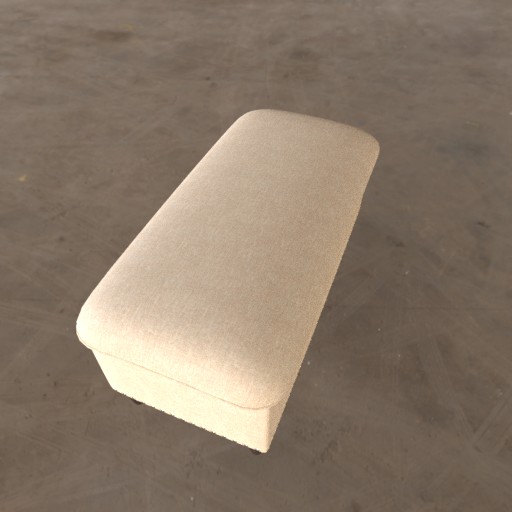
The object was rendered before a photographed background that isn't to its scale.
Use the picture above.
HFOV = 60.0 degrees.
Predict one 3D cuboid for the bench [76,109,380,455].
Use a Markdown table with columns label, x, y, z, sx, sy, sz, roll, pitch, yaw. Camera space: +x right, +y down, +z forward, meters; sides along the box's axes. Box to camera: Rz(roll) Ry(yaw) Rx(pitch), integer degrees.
| label | x | y | z | sx | sy | sz | roll | pitch | yaw |
| --- | --- | --- | --- | --- | --- | --- | --- | --- | --- |
| bench | 0.000 | 0.000 | 1.287 | 0.483 | 0.483 | 0.991 | 17 | 49 | 15 |
